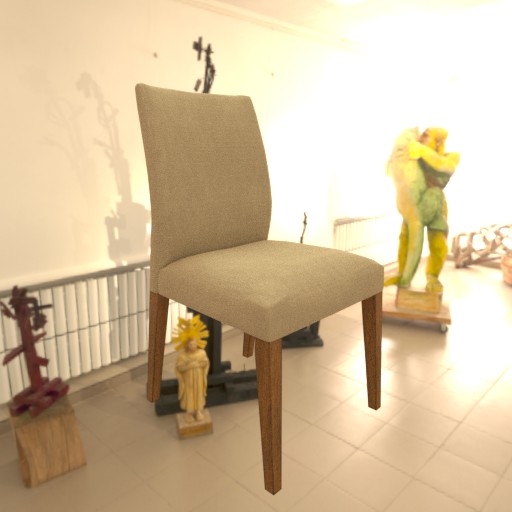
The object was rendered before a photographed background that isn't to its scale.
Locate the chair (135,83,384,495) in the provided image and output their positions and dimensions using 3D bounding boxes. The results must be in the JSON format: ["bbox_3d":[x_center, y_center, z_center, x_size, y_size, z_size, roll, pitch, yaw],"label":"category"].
[{"bbox_3d":[0.000,0.000,1.271,0.585,0.940,0.496,13,19,42],"label":"chair"}]
